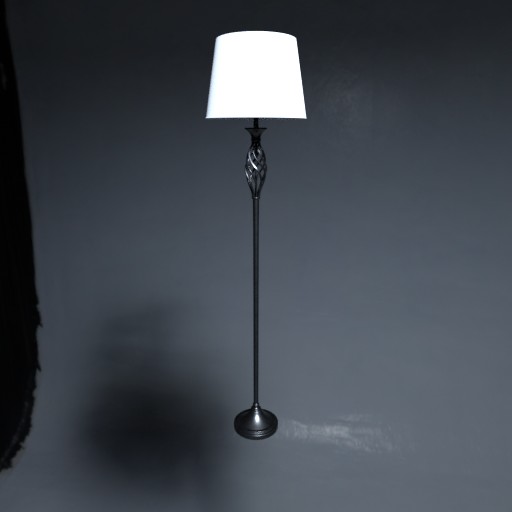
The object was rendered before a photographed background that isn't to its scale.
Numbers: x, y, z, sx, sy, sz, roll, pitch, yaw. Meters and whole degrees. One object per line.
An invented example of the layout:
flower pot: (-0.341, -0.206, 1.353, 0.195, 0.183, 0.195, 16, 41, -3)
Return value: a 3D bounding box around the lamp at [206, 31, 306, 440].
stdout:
lamp: (0.000, 0.000, 1.823, 0.379, 1.623, 0.379, 0, 16, 0)
